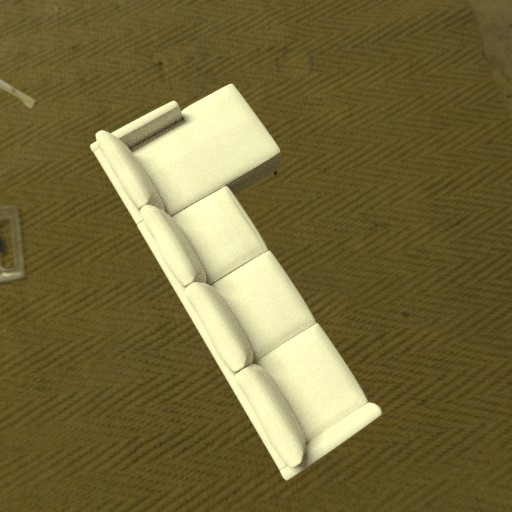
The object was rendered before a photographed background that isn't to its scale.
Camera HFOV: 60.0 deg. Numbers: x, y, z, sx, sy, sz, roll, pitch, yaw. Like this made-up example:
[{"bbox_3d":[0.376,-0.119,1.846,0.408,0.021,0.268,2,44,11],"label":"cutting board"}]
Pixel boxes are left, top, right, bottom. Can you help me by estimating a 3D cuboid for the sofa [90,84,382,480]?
[{"bbox_3d":[0.000,0.000,2.908,1.126,0.677,2.445,-31,77,-8],"label":"sofa"}]
